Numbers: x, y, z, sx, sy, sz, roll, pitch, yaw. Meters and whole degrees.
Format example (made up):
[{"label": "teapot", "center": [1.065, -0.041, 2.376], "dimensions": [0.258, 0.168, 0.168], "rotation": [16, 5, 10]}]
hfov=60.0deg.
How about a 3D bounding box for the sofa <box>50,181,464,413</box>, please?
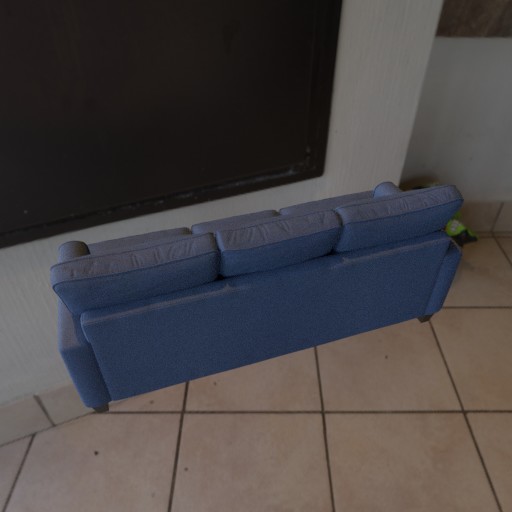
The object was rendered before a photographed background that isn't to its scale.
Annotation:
[{"label": "sofa", "center": [0.000, 0.000, 2.597], "dimensions": [2.158, 0.965, 0.951], "rotation": [-12, 42, -14]}]
